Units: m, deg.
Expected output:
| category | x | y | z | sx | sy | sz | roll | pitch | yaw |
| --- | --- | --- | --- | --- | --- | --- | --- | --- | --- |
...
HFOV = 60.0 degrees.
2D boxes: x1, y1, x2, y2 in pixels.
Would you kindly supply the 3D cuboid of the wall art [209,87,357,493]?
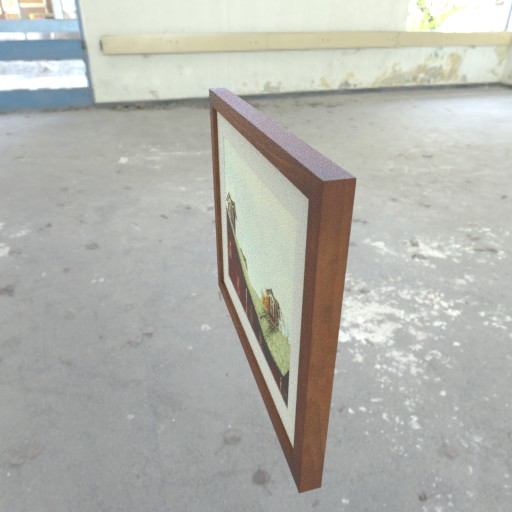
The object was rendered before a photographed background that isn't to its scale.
| category | x | y | z | sx | sy | sz | roll | pitch | yaw |
| --- | --- | --- | --- | --- | --- | --- | --- | --- | --- |
| wall art | 0.000 | 0.000 | 0.748 | 0.033 | 0.457 | 0.558 | -8 | 30 | -14 |
